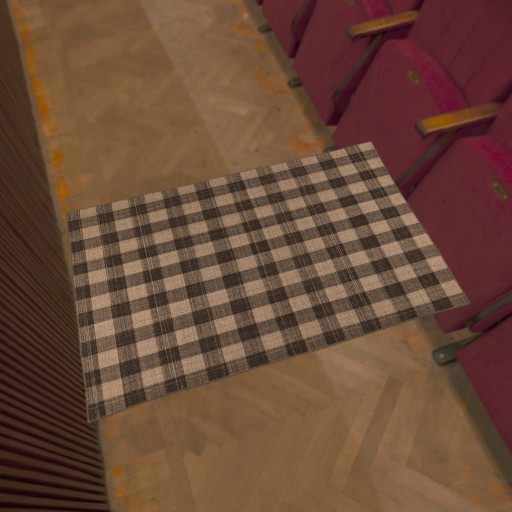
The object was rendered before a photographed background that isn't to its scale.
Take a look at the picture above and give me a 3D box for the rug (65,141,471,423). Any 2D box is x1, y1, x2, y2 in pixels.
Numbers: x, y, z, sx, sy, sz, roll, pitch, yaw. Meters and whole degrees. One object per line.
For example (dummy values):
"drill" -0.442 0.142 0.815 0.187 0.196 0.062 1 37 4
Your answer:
"rug" 0.000 0.000 3.082 2.476 0.011 1.554 -15 60 -9
